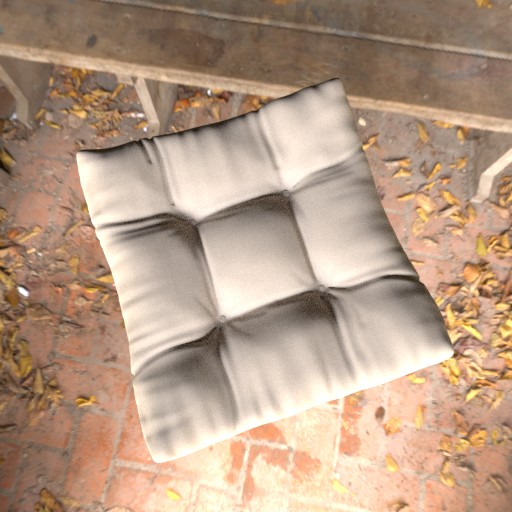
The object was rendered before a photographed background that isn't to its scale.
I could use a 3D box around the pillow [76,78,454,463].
[{"bbox_3d":[0.000,0.000,0.704,0.468,0.128,0.490,-18,76,-5],"label":"pillow"}]
